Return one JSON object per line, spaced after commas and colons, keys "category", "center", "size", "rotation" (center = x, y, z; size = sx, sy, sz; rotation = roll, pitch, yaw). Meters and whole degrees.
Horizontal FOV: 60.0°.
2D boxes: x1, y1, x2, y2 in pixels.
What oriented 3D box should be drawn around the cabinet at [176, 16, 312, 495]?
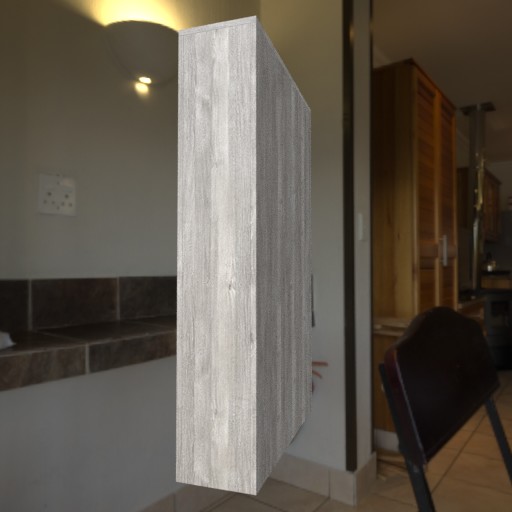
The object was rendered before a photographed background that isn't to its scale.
{"category": "cabinet", "center": [0.000, 0.000, 1.577], "size": [0.250, 1.280, 0.750], "rotation": [-1, -2, 18]}
